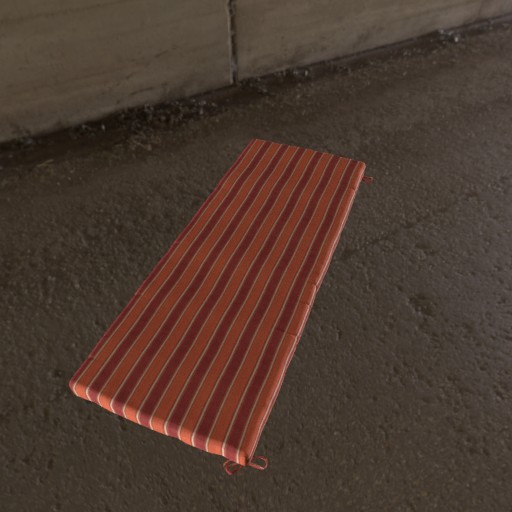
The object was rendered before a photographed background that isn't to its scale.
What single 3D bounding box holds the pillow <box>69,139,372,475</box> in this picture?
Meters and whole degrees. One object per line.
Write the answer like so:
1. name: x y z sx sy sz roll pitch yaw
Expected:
1. pillow: 0.000 0.000 1.346 0.492 0.081 1.187 16 48 15
